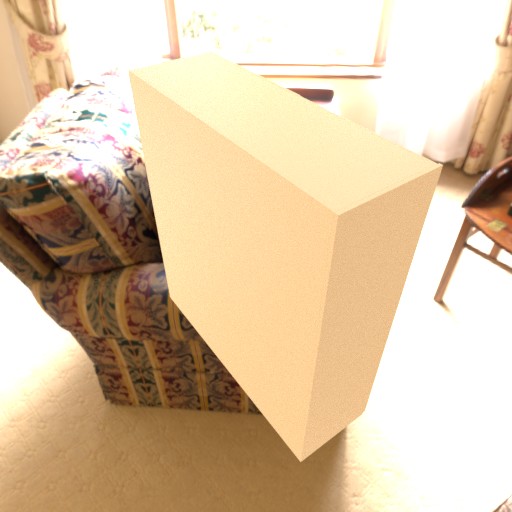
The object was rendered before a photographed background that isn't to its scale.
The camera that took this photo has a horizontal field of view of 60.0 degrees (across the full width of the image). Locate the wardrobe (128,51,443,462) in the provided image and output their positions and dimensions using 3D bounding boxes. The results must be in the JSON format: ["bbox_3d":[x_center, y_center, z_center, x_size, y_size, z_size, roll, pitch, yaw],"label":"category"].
[{"bbox_3d":[0.000,0.000,2.941,0.600,2.020,1.830,-26,48,-26],"label":"wardrobe"}]
